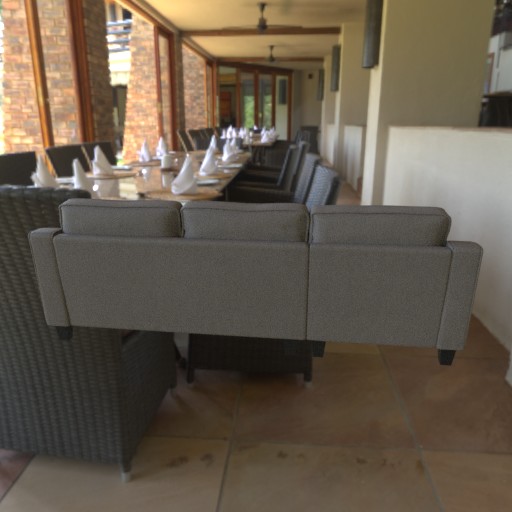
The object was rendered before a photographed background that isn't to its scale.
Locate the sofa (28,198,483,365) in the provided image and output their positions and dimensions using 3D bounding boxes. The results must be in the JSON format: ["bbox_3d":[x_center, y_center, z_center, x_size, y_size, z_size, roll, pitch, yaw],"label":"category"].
[{"bbox_3d":[0.000,0.000,3.145,2.561,0.928,1.294,2,17,7],"label":"sofa"}]
